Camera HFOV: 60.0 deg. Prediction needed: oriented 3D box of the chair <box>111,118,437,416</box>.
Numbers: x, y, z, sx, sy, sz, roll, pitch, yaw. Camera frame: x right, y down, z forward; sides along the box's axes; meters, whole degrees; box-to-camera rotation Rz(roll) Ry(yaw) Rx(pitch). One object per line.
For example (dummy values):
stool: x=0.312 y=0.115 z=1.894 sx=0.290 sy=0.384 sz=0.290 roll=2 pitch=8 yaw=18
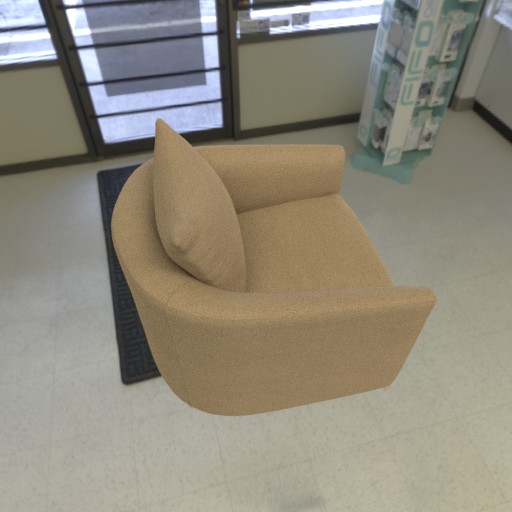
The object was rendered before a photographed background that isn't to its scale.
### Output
chair: x=0.000 y=0.000 z=1.592 sx=0.910 sy=0.848 sz=0.845 roll=-9 pitch=47 yaw=-8
